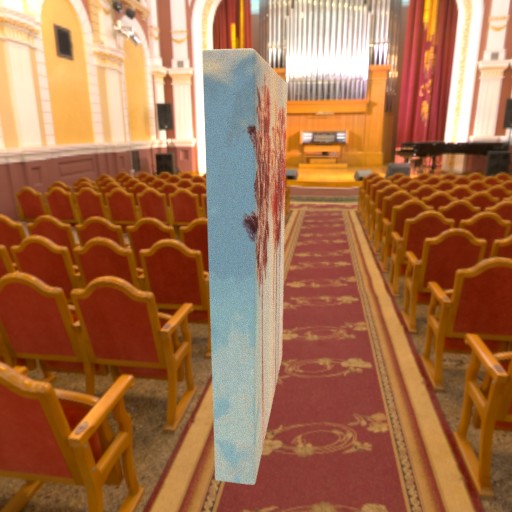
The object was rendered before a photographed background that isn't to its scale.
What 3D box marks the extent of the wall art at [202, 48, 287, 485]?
[{"bbox_3d":[0.000,0.000,0.489,0.039,0.380,0.251,3,16,9],"label":"wall art"}]
